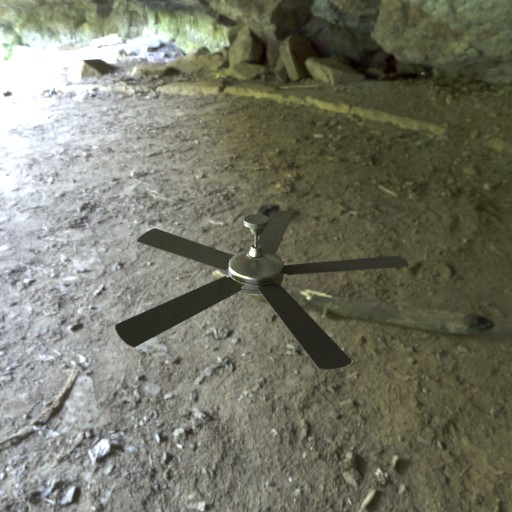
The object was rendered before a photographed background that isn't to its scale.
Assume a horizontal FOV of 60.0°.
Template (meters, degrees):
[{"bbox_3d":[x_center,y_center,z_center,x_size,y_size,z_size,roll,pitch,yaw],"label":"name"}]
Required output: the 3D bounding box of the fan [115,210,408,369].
[{"bbox_3d":[0.000,0.000,1.954,1.321,0.356,1.321,-18,34,-28],"label":"fan"}]
